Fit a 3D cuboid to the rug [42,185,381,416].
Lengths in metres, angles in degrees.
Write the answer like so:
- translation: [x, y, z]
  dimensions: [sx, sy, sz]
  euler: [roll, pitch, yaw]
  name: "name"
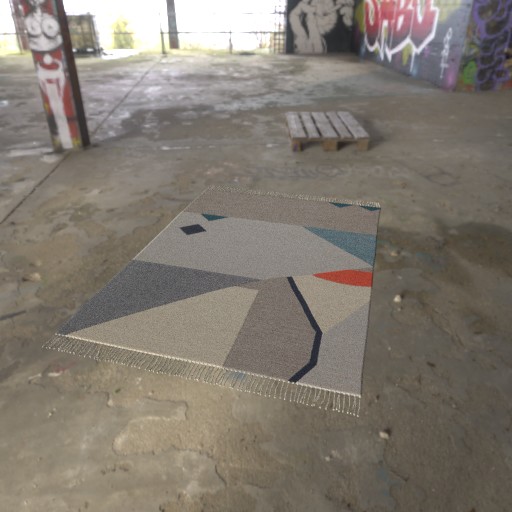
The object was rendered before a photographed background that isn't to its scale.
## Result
- translation: [0.000, 0.000, 2.334]
  dimensions: [1.220, 0.005, 1.828]
  euler: [8, 31, 14]
  name: "rug"
